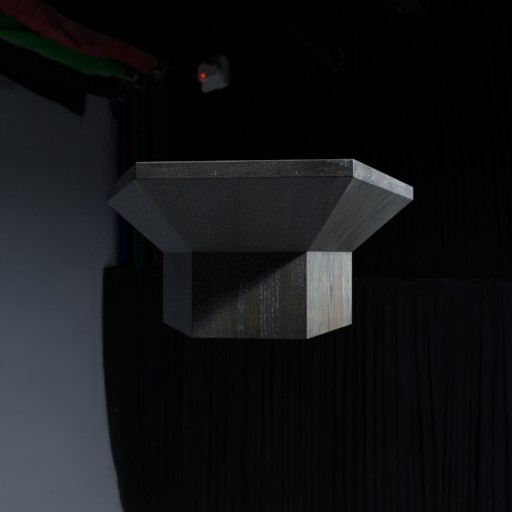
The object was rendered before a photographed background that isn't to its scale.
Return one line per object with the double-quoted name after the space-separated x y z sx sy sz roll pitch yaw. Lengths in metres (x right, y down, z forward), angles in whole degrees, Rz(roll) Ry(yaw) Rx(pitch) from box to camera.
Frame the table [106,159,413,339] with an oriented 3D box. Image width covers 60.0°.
0.000 0.000 1.611 0.966 0.488 1.115 0 0 34 "table"
